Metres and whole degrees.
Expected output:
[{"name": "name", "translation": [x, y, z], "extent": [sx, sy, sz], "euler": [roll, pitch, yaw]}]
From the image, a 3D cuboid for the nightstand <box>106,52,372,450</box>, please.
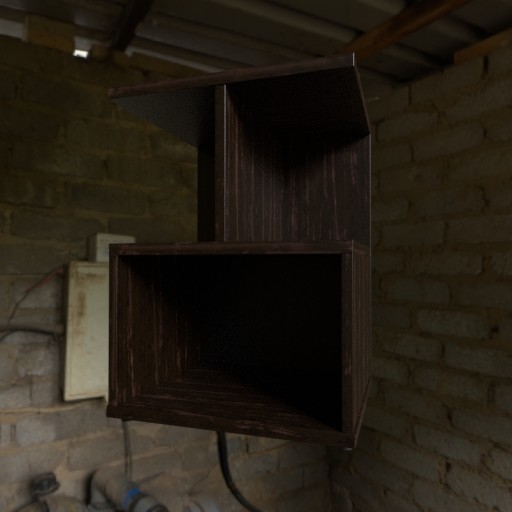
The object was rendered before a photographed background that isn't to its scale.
[{"name": "nightstand", "translation": [0.000, 0.000, 0.837], "extent": [0.400, 0.559, 0.356], "euler": [0, -1, 18]}]
